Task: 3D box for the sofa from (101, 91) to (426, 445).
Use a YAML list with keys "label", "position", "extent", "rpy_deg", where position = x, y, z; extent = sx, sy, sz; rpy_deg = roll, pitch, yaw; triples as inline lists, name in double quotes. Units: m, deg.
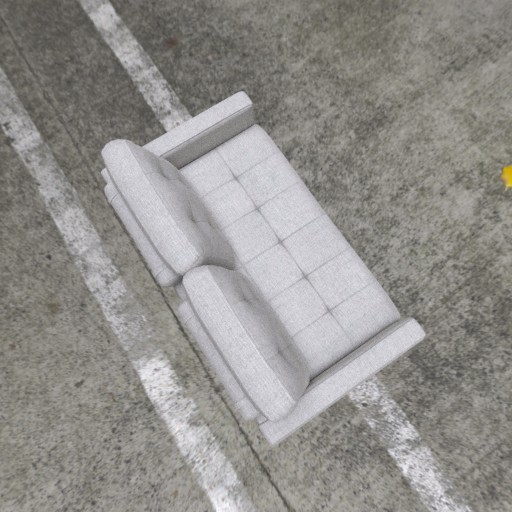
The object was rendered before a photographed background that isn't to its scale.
- label: "sofa"
  position: [0.000, 0.000, 2.031]
  extent: [0.842, 0.907, 1.407]
  rpy_deg: [-33, 78, -8]
